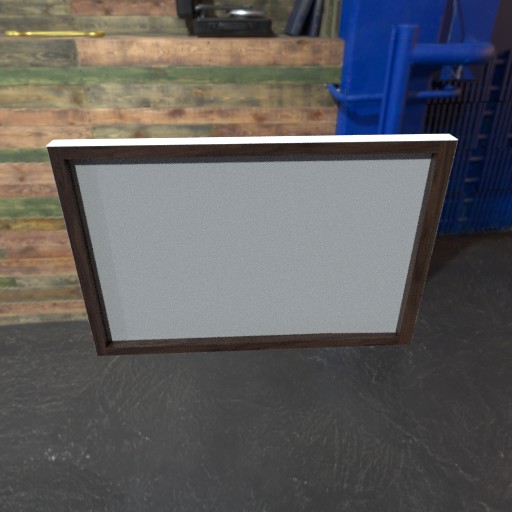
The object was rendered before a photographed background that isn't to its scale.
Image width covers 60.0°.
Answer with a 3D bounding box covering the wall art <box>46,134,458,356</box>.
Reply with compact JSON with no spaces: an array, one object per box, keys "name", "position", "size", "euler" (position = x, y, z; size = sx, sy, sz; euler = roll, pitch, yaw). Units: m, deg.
[{"name":"wall art","position":[0.000,0.000,1.157],"size":[0.914,0.610,0.050],"euler":[-2,30,-3]}]
